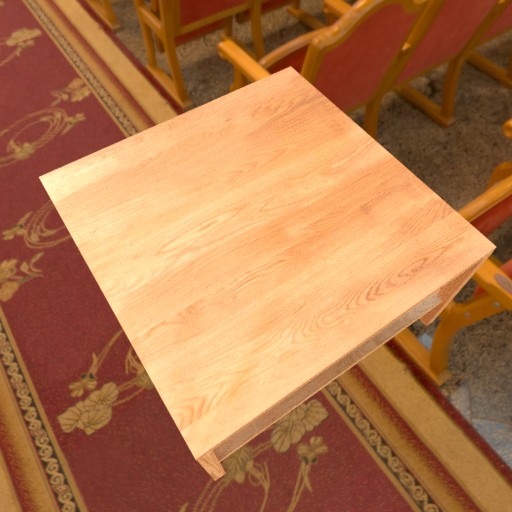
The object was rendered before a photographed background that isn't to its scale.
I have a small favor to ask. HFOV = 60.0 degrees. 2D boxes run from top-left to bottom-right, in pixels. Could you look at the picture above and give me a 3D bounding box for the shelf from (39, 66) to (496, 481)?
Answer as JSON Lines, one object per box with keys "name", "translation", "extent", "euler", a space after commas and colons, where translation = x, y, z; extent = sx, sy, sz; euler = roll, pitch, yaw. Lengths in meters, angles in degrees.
{"name": "shelf", "translation": [0.000, 0.000, 1.415], "extent": [0.899, 0.480, 0.899], "euler": [-30, 63, -17]}
